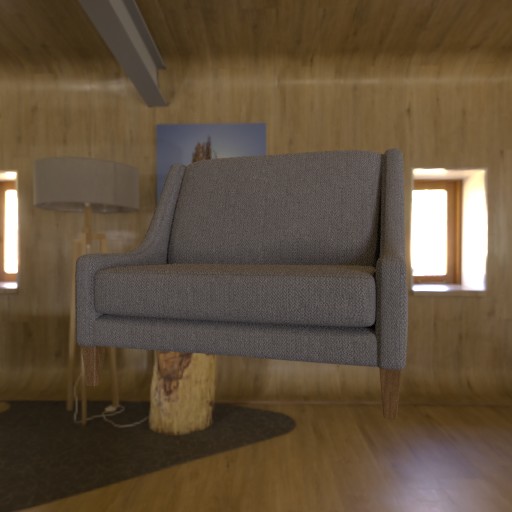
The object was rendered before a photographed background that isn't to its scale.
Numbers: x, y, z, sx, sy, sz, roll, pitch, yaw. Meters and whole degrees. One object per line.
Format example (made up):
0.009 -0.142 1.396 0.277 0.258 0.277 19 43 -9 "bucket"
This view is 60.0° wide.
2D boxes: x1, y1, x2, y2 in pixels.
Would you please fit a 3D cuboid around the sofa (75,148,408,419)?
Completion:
0.000 0.000 1.931 1.242 1.022 0.873 0 1 17 "sofa"
